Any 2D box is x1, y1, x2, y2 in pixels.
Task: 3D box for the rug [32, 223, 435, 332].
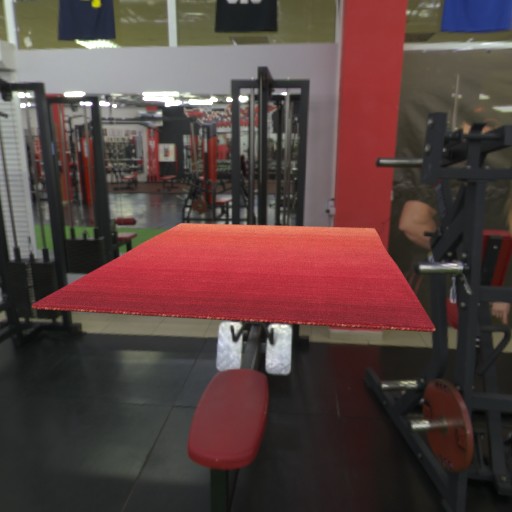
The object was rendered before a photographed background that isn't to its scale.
[{"bbox_3d":[0.000,0.000,3.872,2.340,0.028,2.905,2,14,8],"label":"rug"}]
